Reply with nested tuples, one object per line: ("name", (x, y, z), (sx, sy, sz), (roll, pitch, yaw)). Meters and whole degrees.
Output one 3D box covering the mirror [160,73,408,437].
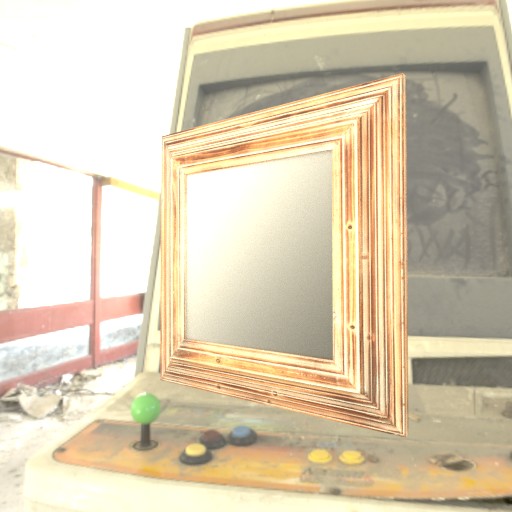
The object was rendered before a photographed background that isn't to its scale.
("mirror", (0.000, 0.000, 1.212), (0.804, 0.804, 0.061), (-1, -1, 37))
